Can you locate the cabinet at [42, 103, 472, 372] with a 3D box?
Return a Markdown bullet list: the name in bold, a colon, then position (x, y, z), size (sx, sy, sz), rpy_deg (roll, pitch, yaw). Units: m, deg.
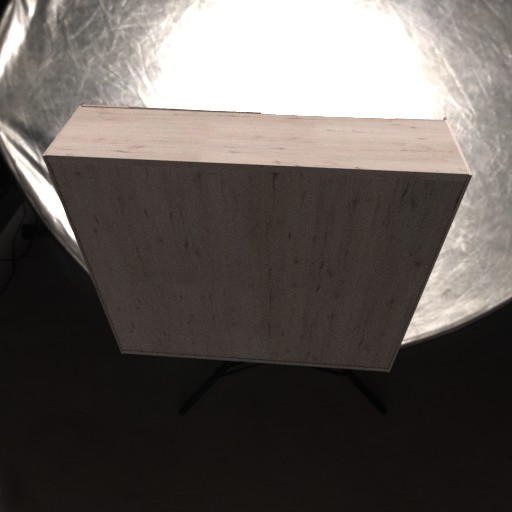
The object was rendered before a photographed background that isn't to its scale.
- **cabinet**: position (0.000, 0.000, 3.576), size (2.500, 2.180, 0.660), rpy_deg (3, 46, 3)
